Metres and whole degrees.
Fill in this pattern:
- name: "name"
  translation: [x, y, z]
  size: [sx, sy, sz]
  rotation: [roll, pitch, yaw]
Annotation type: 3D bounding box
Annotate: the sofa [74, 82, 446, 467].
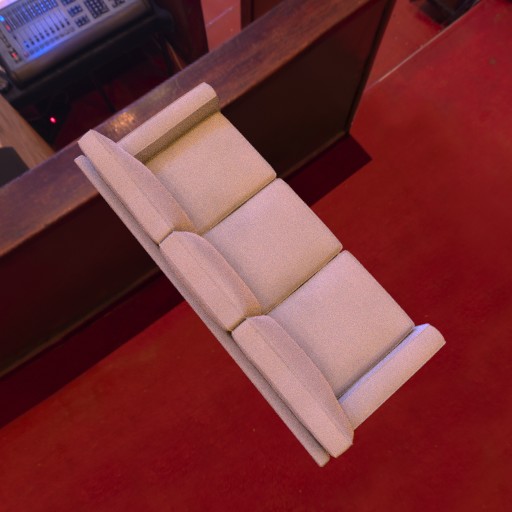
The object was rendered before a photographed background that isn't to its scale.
- name: "sofa"
  translation: [0.000, 0.000, 2.596]
  size: [0.935, 0.862, 2.088]
  rotation: [-39, 79, -9]
